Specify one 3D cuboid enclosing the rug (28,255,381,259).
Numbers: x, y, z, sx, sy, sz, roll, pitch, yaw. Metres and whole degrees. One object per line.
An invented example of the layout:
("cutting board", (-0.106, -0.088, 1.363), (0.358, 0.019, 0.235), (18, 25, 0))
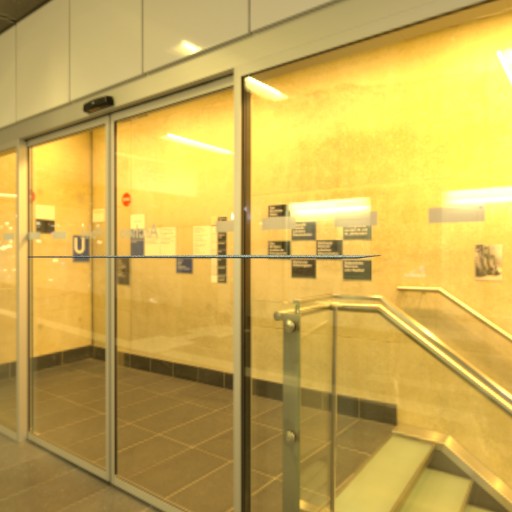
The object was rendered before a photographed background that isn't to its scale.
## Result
("rug", (0.000, 0.000, 2.324), (1.200, 0.005, 1.819), (0, 0, 18))
